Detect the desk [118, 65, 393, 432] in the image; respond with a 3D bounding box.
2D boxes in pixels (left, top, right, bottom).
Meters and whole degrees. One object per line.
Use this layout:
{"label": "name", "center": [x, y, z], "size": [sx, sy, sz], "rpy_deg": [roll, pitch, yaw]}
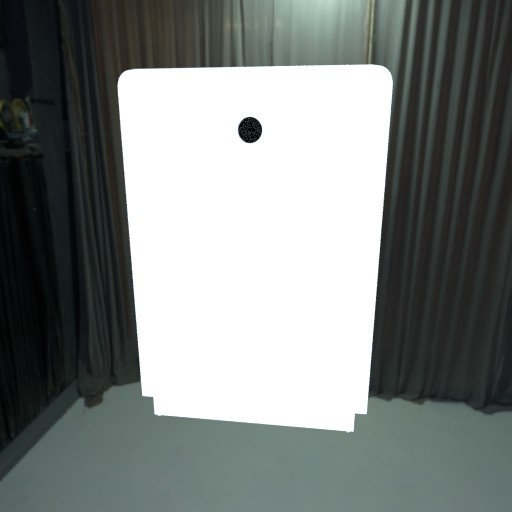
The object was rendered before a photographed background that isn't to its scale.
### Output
{"label": "desk", "center": [0.000, 0.000, 1.548], "size": [0.795, 1.190, 0.278], "rpy_deg": [2, 16, 7]}
